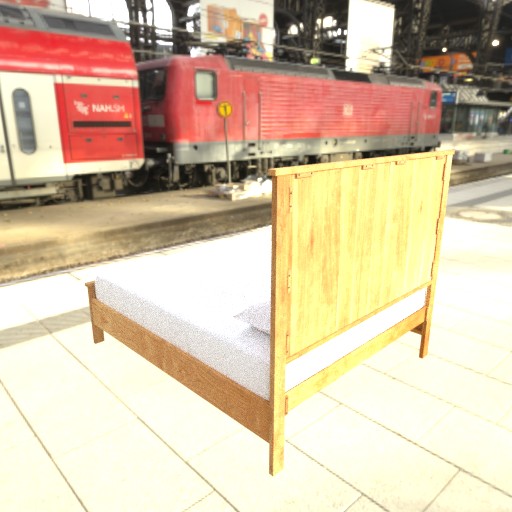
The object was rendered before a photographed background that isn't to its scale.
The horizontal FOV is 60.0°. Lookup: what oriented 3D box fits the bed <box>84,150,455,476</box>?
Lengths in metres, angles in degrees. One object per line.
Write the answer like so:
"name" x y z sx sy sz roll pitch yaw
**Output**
"bed" 0.000 0.000 3.601 1.936 1.686 2.201 -16 23 -42
